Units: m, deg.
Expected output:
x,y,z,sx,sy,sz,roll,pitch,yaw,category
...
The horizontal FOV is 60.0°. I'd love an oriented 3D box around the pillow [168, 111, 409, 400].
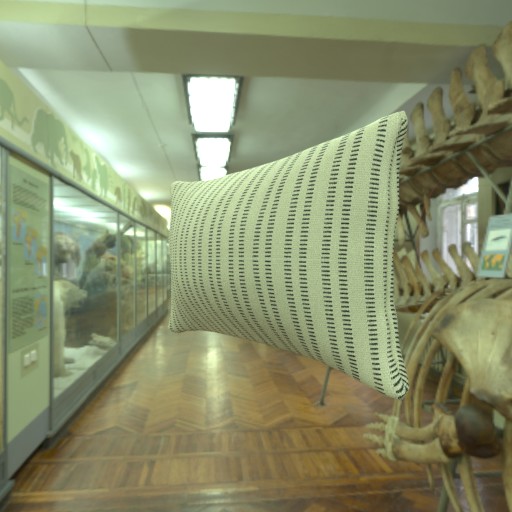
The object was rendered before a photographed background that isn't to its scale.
x,y,z,sx,sy,sz,roll,pitch,yaw,category
0.000,0.000,0.796,0.210,0.353,0.640,0,-1,-37,pillow
